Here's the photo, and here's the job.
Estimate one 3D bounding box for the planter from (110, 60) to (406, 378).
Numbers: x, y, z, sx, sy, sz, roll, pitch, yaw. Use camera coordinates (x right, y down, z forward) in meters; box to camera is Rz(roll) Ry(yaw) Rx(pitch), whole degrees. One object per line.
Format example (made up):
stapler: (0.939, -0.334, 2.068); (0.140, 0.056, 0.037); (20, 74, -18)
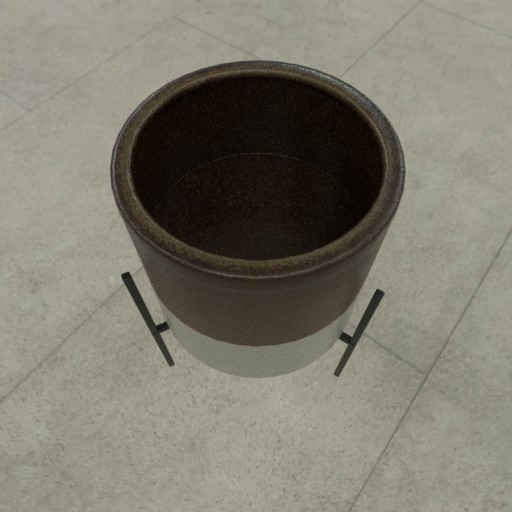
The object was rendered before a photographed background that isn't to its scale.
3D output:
planter: (0.000, 0.000, 0.535); (0.255, 0.375, 0.269); (2, 59, 1)
